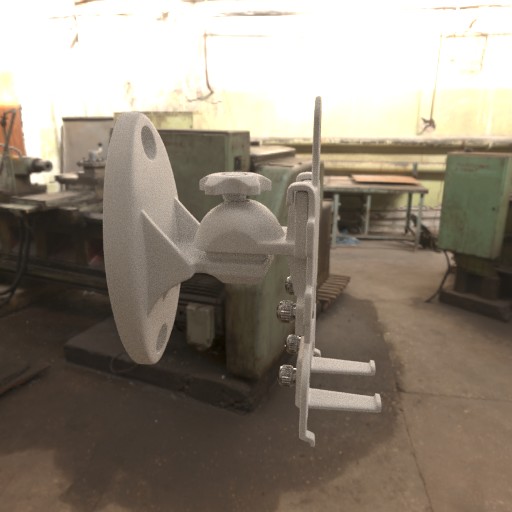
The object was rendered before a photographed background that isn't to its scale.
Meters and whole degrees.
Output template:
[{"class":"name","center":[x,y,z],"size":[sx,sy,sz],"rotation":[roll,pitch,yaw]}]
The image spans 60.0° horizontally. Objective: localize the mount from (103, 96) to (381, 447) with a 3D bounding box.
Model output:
[{"class":"mount","center":[0.000,0.000,0.174],"size":[0.100,0.118,0.066],"rotation":[3,16,9]}]
